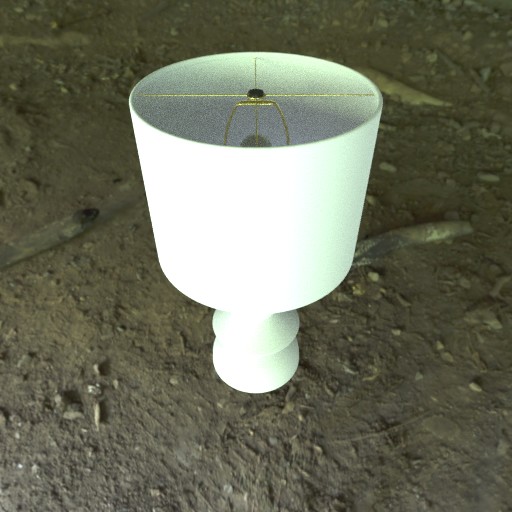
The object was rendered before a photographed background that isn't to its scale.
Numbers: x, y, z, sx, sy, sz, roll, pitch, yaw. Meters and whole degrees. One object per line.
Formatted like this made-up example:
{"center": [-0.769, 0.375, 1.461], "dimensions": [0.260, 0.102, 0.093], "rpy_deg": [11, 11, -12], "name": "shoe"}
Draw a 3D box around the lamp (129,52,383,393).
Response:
{"center": [0.000, 0.000, 0.711], "dimensions": [0.301, 0.533, 0.301], "rpy_deg": [0, 41, 0], "name": "lamp"}
